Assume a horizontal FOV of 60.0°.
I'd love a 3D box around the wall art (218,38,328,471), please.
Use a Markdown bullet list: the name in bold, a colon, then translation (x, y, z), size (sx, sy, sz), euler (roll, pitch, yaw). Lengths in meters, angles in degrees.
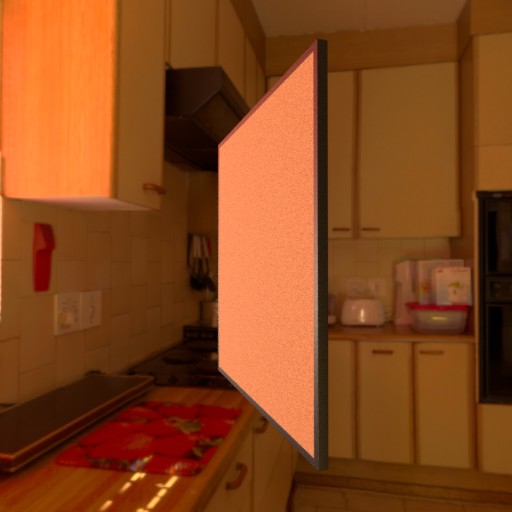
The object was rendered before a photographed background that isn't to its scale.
- **wall art**: translation (0.000, 0.000, 0.688), size (0.012, 0.458, 0.457), euler (0, -1, -18)
